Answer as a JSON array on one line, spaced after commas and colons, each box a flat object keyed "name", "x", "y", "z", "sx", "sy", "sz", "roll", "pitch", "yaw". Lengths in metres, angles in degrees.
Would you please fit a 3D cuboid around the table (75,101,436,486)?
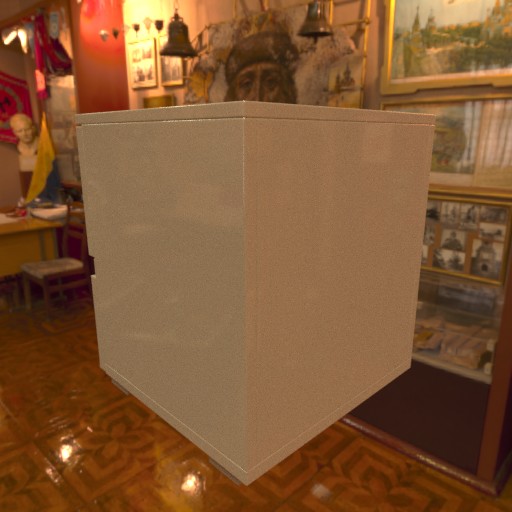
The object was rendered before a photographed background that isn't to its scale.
[{"name": "table", "x": 0.000, "y": 0.000, "z": 0.772, "sx": 0.420, "sy": 0.470, "sz": 0.400, "roll": -14, "pitch": 21, "yaw": -42}]
